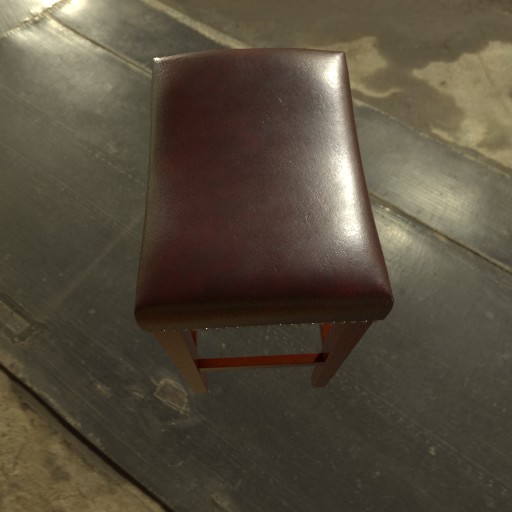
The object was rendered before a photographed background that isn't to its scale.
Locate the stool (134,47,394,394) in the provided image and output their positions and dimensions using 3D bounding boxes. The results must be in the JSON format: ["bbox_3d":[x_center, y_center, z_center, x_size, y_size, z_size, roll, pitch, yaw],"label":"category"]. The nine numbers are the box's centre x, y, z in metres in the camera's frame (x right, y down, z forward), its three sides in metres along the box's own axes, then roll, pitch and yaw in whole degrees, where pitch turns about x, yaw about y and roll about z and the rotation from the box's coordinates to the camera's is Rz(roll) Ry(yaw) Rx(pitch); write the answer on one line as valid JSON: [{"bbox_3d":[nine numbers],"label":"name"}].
[{"bbox_3d":[0.000,0.000,1.013,0.372,0.742,0.504,-3,64,-1],"label":"stool"}]
